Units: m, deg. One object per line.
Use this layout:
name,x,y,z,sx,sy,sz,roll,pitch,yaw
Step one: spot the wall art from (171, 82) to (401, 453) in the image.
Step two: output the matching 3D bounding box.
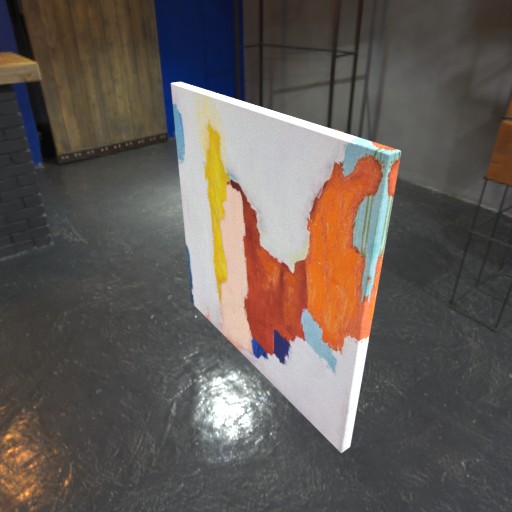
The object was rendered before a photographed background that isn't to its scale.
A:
wall art,0.000,0.000,1.566,0.044,1.017,1.017,-21,37,-30
